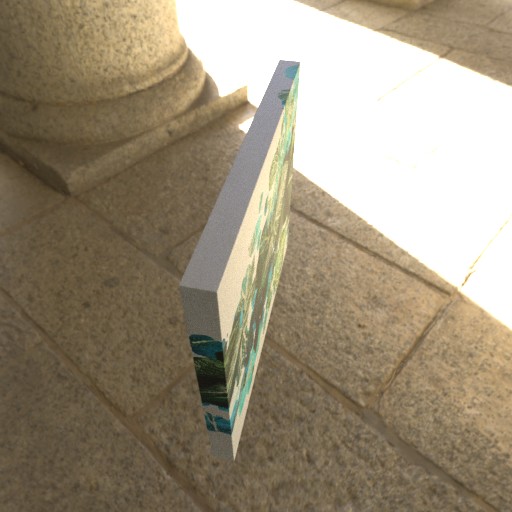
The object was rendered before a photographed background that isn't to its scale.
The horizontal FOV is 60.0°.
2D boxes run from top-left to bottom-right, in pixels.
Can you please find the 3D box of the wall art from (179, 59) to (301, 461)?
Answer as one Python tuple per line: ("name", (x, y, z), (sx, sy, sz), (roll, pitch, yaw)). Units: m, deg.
("wall art", (0.000, 0.000, 0.732), (0.041, 0.435, 0.507), (9, 47, 9))
